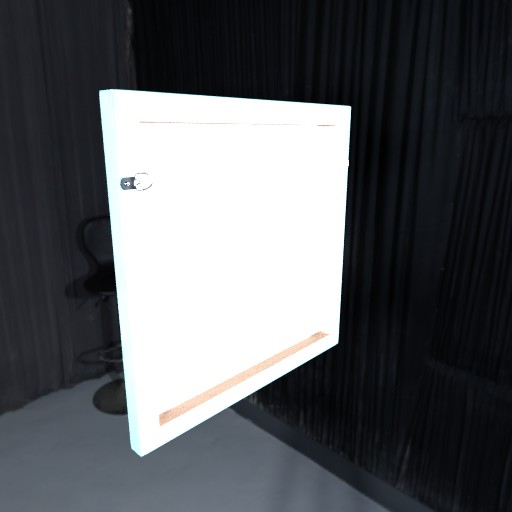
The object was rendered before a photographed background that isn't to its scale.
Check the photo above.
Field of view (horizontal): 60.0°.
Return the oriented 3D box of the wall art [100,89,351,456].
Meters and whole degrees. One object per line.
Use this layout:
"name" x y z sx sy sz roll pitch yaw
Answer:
"wall art" 0.000 0.000 1.613 0.070 1.073 1.071 15 21 42
